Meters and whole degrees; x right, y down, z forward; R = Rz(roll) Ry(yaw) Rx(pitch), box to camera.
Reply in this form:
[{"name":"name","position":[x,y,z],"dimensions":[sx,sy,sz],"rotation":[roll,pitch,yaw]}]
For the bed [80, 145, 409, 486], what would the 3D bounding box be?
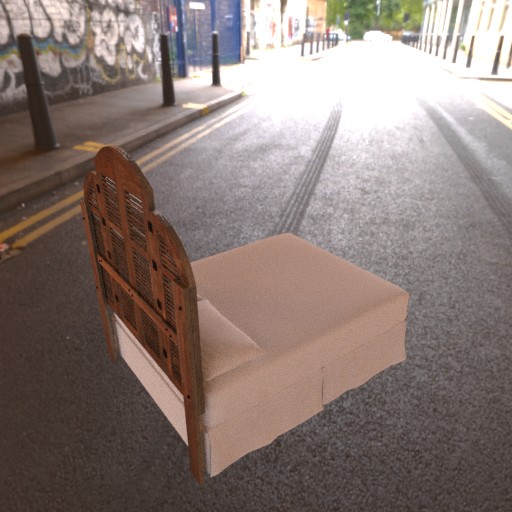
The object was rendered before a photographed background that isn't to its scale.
[{"name":"bed","position":[0.000,0.000,3.541],"dimensions":[2.138,2.019,1.713],"rotation":[-19,33,-32]}]
